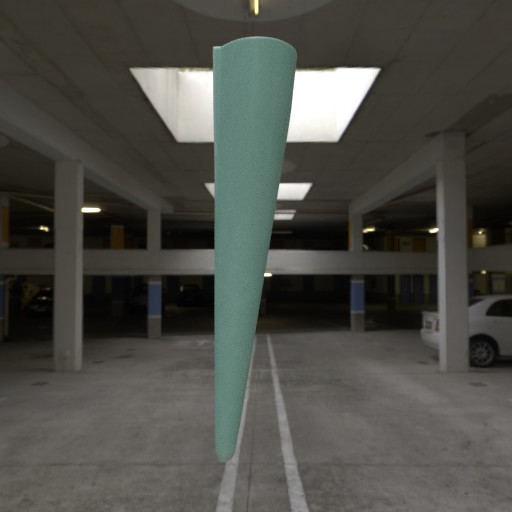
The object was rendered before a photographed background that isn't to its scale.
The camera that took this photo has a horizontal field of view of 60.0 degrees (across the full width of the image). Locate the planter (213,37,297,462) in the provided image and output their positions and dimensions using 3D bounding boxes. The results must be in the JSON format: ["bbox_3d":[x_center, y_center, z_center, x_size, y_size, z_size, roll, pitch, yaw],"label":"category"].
[{"bbox_3d":[0.000,0.000,0.293,0.055,0.268,0.054,0,-2,0],"label":"planter"}]
